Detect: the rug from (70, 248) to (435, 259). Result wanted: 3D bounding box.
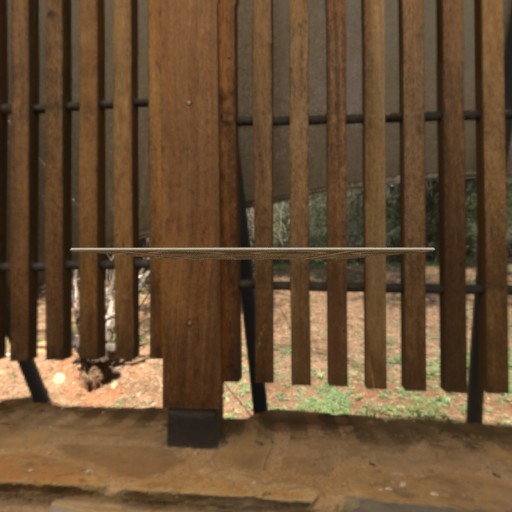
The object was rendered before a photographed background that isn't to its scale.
[{"bbox_3d":[0.000,0.000,2.978,1.528,0.014,2.294,0,-1,1],"label":"rug"}]
